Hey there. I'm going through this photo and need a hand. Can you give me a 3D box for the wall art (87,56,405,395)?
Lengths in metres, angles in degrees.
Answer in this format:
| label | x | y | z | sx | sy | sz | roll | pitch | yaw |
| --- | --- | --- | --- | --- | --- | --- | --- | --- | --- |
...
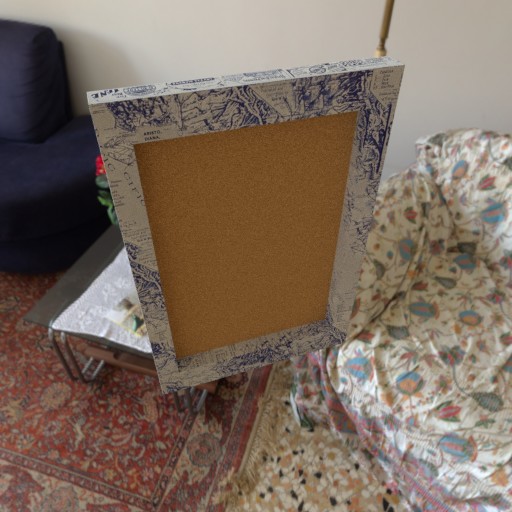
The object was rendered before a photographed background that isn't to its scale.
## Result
| label | x | y | z | sx | sy | sz | roll | pitch | yaw |
| --- | --- | --- | --- | --- | --- | --- | --- | --- | --- |
| wall art | 0.000 | 0.000 | 0.757 | 0.408 | 0.601 | 0.040 | -13 | 43 | -14 |
